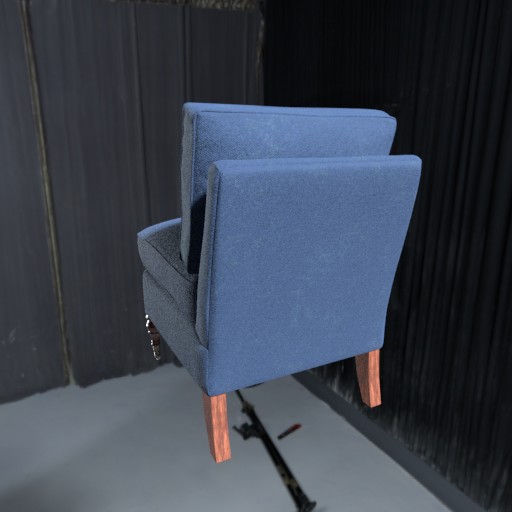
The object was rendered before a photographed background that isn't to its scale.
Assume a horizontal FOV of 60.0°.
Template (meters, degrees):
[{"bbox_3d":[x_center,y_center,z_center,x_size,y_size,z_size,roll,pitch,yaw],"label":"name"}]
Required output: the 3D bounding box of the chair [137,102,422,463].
[{"bbox_3d":[0.000,0.000,1.679,0.724,1.052,0.912,-8,17,-27],"label":"chair"}]
